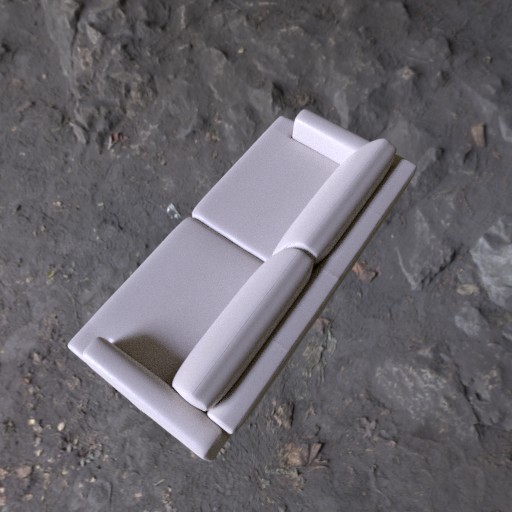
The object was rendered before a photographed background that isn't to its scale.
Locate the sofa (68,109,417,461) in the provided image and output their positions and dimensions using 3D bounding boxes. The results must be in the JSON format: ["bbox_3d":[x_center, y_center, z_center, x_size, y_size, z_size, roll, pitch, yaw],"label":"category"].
[{"bbox_3d":[0.000,0.000,2.435,0.974,0.765,1.940,32,67,16],"label":"sofa"}]
